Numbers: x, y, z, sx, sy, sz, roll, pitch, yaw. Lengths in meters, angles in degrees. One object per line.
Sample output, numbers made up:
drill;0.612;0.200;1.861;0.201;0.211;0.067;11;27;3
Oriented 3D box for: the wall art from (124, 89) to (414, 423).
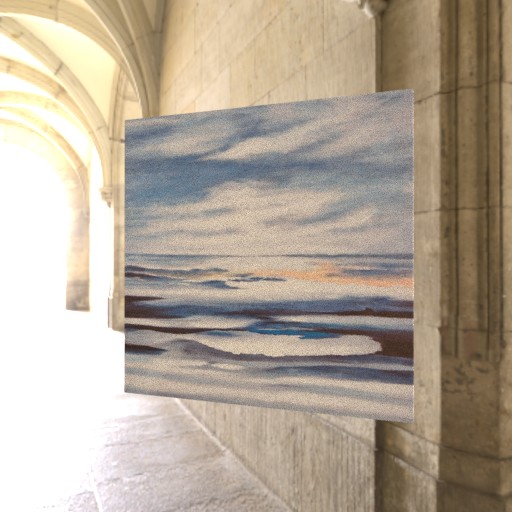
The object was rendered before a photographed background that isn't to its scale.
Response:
wall art;0.000;0.000;1.115;0.747;0.747;0.035;0;0;18
